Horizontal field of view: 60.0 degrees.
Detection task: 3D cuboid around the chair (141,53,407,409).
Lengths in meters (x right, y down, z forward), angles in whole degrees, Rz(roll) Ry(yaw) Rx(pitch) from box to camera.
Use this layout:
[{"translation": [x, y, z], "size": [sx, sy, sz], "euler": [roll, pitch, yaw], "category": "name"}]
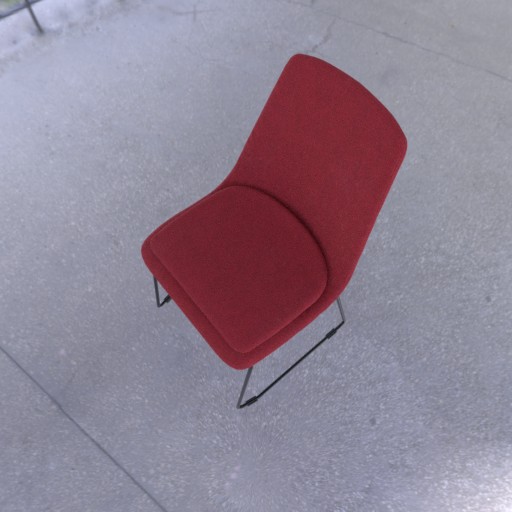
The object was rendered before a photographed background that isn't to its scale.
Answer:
[{"translation": [0.000, 0.000, 1.156], "size": [0.518, 0.858, 0.479], "euler": [-37, 70, -16], "category": "chair"}]
